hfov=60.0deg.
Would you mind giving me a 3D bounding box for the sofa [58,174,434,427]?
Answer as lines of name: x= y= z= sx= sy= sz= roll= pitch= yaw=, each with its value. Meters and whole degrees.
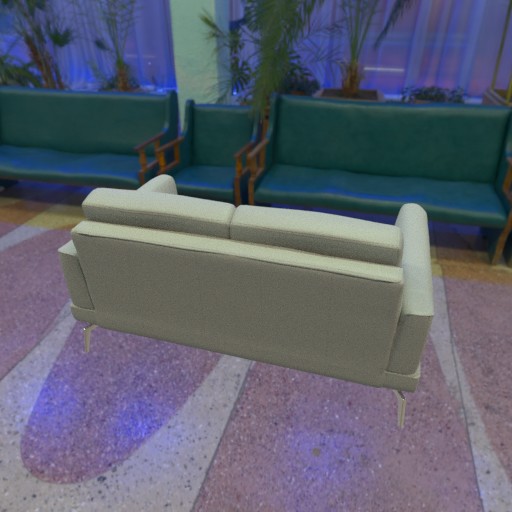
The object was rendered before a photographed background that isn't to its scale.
sofa: x=0.000 y=0.000 z=2.478 sx=1.819 sy=0.930 sz=1.121 roll=9 pitch=33 yaw=14
